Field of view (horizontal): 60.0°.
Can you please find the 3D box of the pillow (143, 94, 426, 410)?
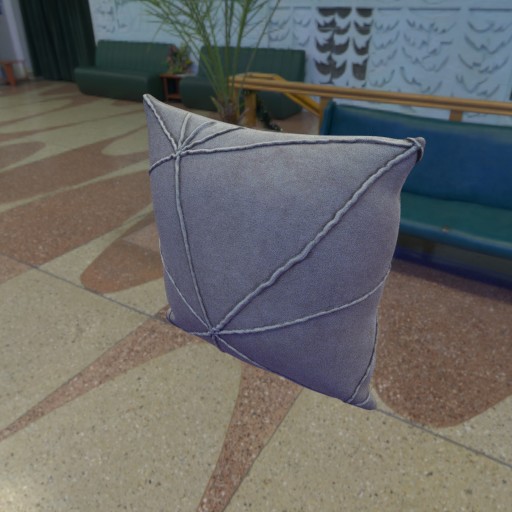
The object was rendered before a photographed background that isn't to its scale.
[{"bbox_3d":[0.000,0.000,0.687,0.439,0.440,0.185,18,34,29],"label":"pillow"}]
